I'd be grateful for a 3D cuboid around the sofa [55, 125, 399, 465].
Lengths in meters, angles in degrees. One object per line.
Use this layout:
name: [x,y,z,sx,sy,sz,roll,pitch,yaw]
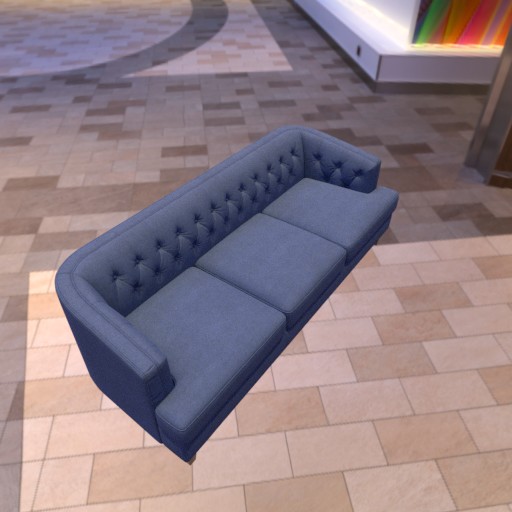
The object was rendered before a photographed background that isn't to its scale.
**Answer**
sofa: [0.000,0.000,2.694,0.914,0.787,2.235,25,46,27]
